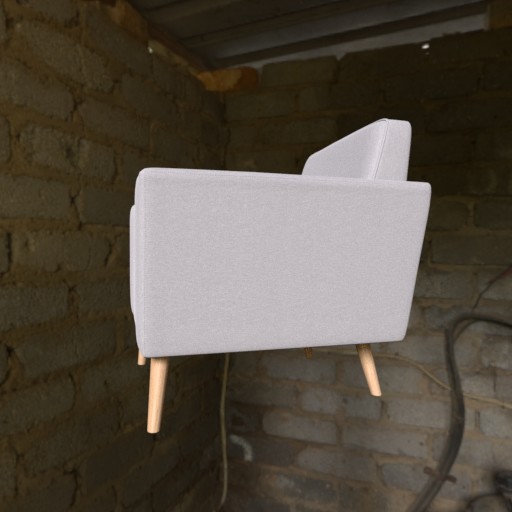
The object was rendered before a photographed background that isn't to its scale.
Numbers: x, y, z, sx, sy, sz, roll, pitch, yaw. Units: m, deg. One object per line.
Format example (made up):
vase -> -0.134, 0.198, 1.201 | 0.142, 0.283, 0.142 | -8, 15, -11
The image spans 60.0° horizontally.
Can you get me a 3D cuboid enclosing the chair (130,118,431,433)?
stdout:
chair -> 0.000, 0.000, 1.390 | 0.750, 0.780, 0.780 | 0, 0, -17
